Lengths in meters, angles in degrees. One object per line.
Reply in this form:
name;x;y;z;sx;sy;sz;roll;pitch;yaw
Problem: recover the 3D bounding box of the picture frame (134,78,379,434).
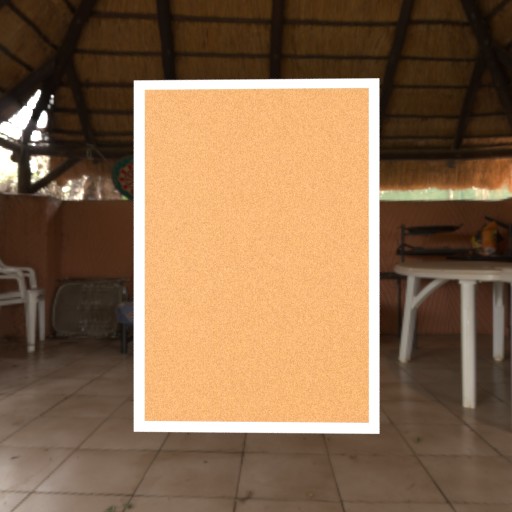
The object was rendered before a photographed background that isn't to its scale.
picture frame;0.000;0.000;0.831;0.457;0.657;0.013;0;0;1
